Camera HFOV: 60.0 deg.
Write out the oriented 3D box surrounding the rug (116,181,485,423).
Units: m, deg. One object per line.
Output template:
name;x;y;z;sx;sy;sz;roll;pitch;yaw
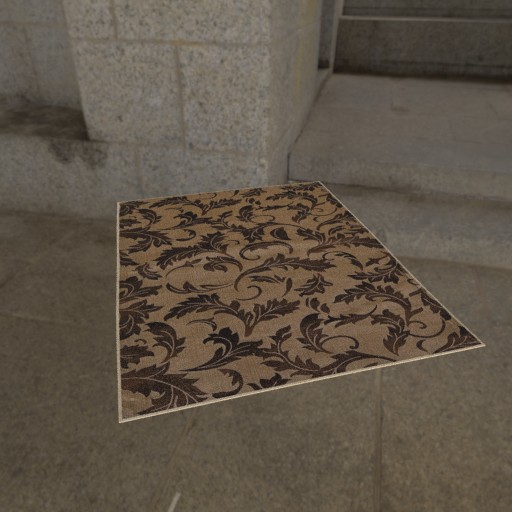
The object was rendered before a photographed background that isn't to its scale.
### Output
rug;0.000;0.000;3.912;2.380;0.008;2.977;-8;33;-13
